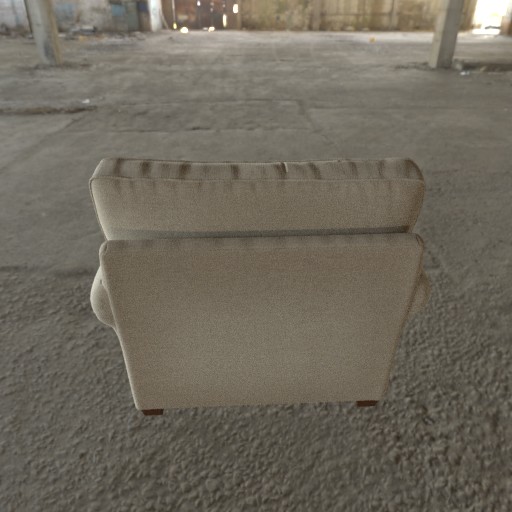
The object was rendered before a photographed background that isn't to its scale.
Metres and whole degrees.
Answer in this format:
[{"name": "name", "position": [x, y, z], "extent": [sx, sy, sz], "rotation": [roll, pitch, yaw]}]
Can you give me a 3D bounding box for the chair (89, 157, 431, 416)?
[{"name": "chair", "position": [0.000, 0.000, 1.786], "extent": [1.092, 0.961, 0.965], "rotation": [-1, 29, -3]}]
